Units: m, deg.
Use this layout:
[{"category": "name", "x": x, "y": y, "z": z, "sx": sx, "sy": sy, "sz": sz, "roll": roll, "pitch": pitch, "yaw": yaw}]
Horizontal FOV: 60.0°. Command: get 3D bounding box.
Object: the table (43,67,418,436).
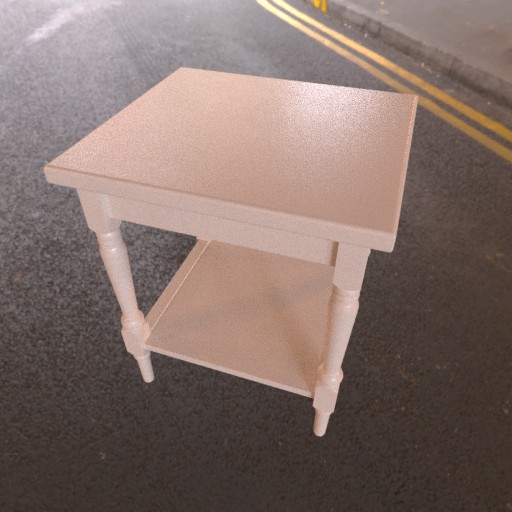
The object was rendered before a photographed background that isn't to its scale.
[{"category": "table", "x": 0.000, "y": 0.000, "z": 0.908, "sx": 0.488, "sy": 0.565, "sz": 0.442, "roll": 13, "pitch": 43, "yaw": 14}]
